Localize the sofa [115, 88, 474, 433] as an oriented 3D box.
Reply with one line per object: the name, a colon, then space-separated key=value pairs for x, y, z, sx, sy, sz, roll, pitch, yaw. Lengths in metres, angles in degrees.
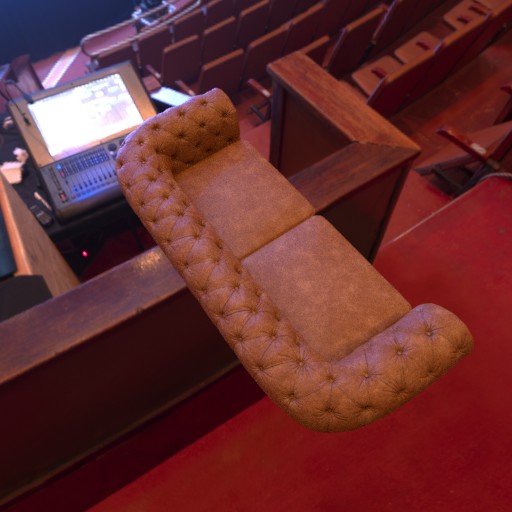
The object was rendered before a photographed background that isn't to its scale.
sofa: x=0.000 y=0.000 z=2.742 sx=0.989 sy=0.760 sz=2.365 roll=-31 pitch=62 yaw=-18
